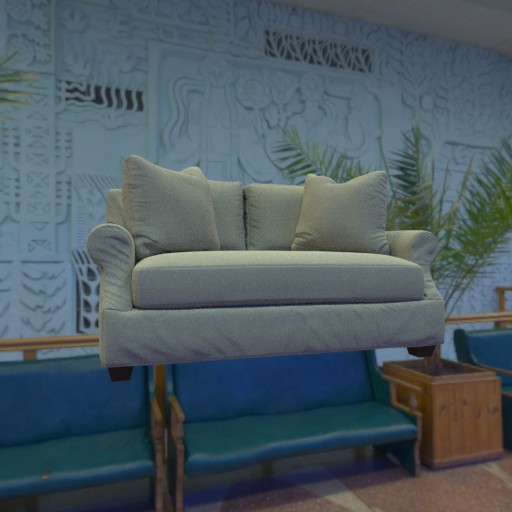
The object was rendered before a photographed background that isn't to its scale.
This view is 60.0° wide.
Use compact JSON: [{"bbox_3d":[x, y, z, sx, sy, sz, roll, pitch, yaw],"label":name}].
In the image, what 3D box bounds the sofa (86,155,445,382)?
[{"bbox_3d":[0.000,0.000,2.213,1.550,0.905,1.070,0,0,-17],"label":"sofa"}]
